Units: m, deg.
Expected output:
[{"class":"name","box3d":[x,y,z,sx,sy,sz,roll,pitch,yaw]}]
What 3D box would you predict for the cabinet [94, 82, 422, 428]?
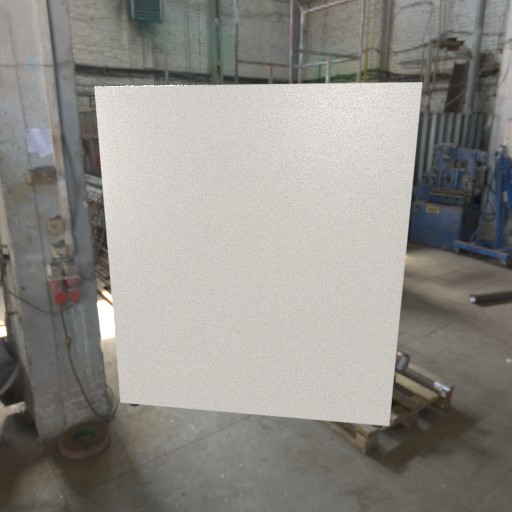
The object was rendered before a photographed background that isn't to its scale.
[{"class":"cabinet","box3d":[0.000,0.000,1.630,0.990,1.150,0.348,2,16,8]}]
